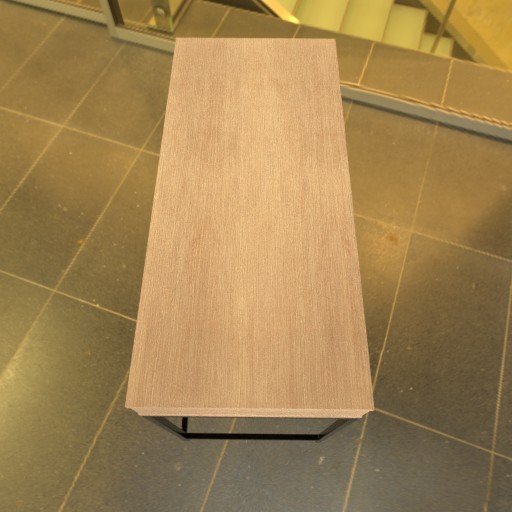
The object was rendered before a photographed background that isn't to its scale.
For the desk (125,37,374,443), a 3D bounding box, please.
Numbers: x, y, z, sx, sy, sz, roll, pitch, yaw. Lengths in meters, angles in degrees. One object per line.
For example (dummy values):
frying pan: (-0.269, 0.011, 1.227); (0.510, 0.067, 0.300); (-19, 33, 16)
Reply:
desk: (0.000, 0.000, 1.381); (0.470, 0.762, 1.016); (1, 63, 0)
